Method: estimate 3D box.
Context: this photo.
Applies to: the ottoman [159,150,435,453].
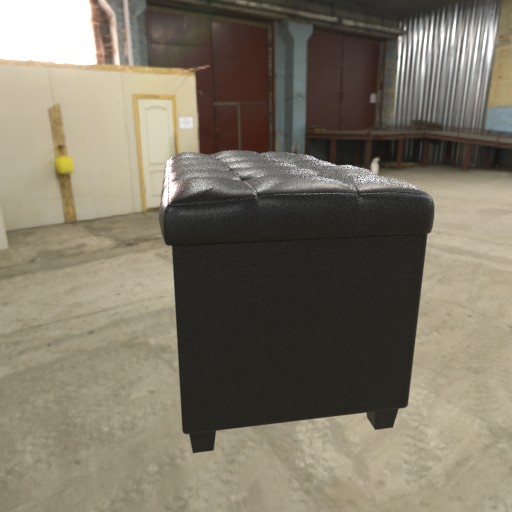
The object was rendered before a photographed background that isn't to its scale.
[{"bbox_3d":[0.000,0.000,1.096,0.432,0.470,0.838,-3,17,-10],"label":"ottoman"}]
